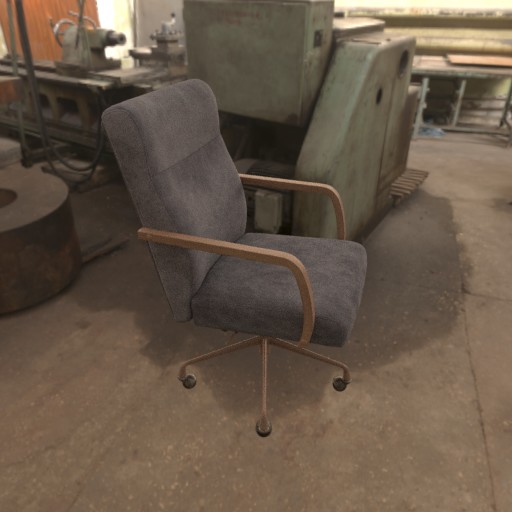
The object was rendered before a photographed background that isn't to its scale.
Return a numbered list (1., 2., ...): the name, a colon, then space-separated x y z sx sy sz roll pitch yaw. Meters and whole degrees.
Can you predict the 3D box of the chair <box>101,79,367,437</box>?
1. chair: 0.000 0.000 1.492 0.741 1.029 0.640 10 32 17
